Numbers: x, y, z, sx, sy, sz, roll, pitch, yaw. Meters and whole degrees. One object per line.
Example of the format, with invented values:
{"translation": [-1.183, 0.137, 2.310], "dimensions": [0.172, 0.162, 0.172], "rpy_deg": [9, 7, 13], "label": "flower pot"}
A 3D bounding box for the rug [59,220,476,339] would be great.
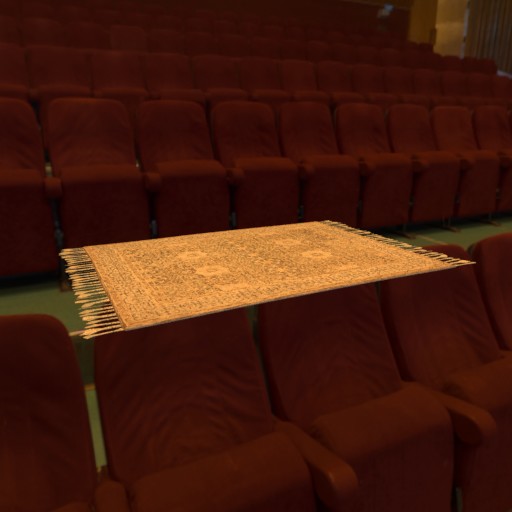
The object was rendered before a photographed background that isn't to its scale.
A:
{"translation": [0.000, 0.000, 3.086], "dimensions": [2.465, 0.023, 1.619], "rpy_deg": [-8, 18, -26], "label": "rug"}
